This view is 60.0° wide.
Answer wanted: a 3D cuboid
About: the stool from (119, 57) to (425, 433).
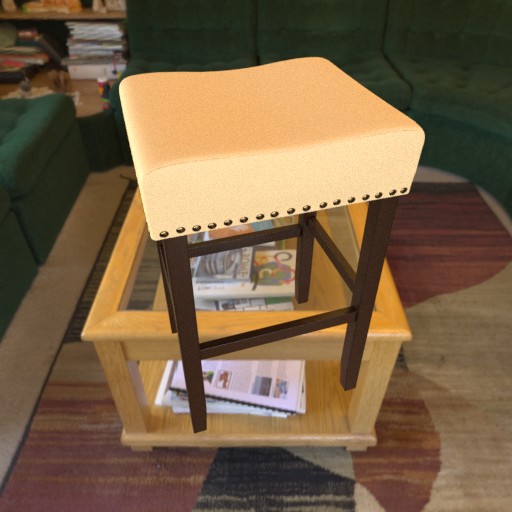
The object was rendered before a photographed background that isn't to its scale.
[{"bbox_3d":[0.000,0.000,1.048,0.471,0.762,0.401,-12,42,-13],"label":"stool"}]
